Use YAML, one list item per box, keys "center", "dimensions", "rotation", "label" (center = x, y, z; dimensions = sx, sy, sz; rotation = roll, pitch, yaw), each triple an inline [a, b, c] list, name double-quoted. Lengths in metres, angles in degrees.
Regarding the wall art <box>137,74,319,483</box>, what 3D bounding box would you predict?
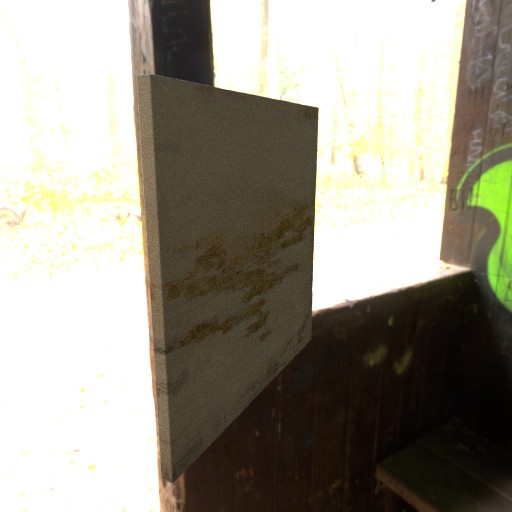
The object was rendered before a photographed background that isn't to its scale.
- center: [0.000, 0.000, 1.495]
  dimensions: [0.040, 1.018, 1.015]
  rotation: [7, 16, 27]
  label: "wall art"
